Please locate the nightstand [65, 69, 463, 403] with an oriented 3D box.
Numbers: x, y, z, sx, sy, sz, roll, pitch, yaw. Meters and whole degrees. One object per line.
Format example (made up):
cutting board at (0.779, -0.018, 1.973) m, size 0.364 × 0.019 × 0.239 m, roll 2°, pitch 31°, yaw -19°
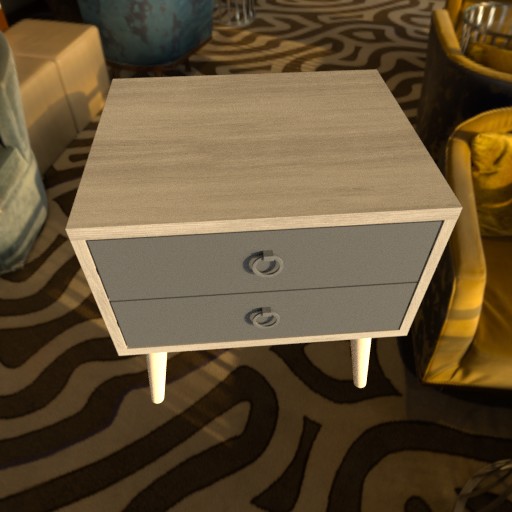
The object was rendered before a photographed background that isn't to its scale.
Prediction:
nightstand at (0.000, 0.000, 0.805) m, size 0.450 × 0.500 × 0.380 m, roll -3°, pitch 46°, yaw -3°
